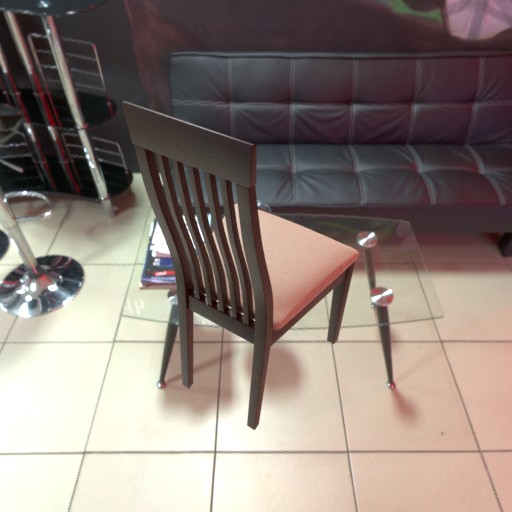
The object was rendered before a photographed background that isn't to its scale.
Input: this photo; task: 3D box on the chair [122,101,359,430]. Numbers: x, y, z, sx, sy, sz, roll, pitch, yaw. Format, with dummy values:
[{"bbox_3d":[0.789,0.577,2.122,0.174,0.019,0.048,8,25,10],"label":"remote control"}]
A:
[{"bbox_3d":[0.000,0.000,1.261,0.460,1.027,0.474,24,49,23],"label":"chair"}]
